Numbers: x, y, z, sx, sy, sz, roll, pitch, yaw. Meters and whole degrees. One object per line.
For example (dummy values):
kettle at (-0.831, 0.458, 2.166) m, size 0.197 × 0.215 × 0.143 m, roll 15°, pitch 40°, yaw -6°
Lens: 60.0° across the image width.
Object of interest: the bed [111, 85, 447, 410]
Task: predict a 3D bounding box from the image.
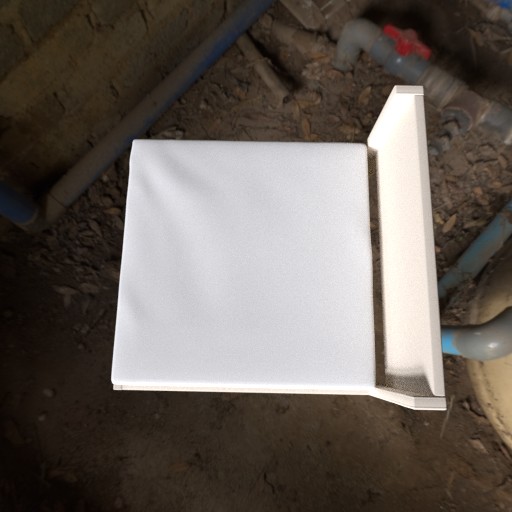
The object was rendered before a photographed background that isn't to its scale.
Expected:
bed at (0.000, 0.000, 3.539) m, size 2.293 × 1.471 × 2.145 m, roll 1°, pitch 77°, yaw 0°
